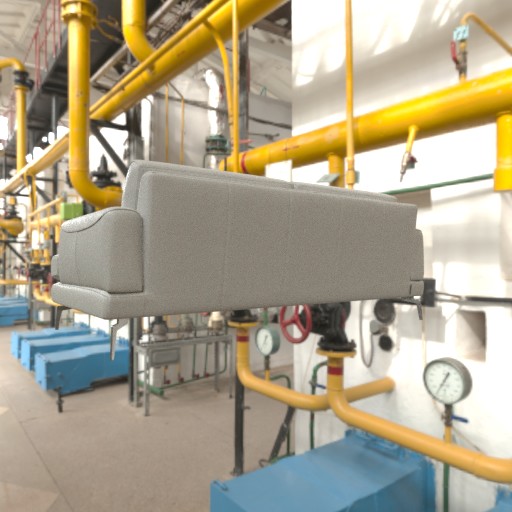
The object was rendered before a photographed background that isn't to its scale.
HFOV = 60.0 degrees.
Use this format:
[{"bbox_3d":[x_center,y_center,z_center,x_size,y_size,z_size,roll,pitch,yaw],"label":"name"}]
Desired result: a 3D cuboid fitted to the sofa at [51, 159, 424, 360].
[{"bbox_3d":[0.000,0.000,2.462,1.940,0.765,0.974,1,-1,-36],"label":"sofa"}]
